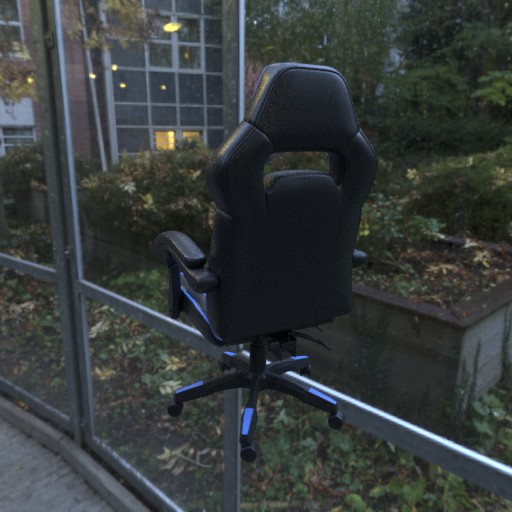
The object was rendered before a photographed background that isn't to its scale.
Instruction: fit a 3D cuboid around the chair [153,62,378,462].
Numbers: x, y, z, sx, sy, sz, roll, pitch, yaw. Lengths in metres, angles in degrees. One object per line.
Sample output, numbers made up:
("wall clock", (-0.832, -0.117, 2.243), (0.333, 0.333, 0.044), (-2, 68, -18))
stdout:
("chair", (0.000, 0.000, 1.690), (0.700, 1.280, 0.700), (-8, 16, -28))
